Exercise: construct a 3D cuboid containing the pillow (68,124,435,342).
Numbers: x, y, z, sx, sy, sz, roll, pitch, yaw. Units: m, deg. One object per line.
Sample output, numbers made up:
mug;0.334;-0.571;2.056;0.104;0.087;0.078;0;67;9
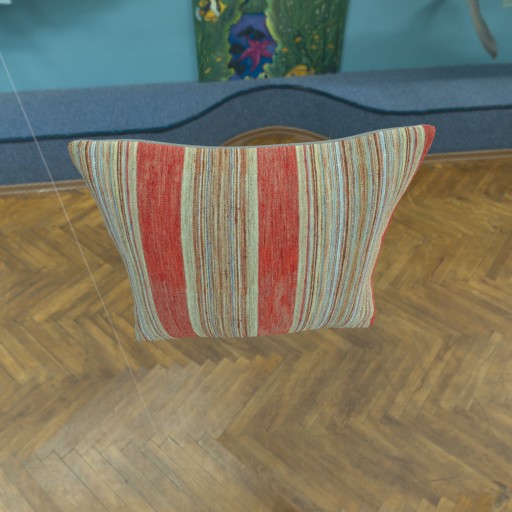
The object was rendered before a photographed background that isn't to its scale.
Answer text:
pillow;0.000;0.000;0.664;0.437;0.419;0.136;-3;47;-3
